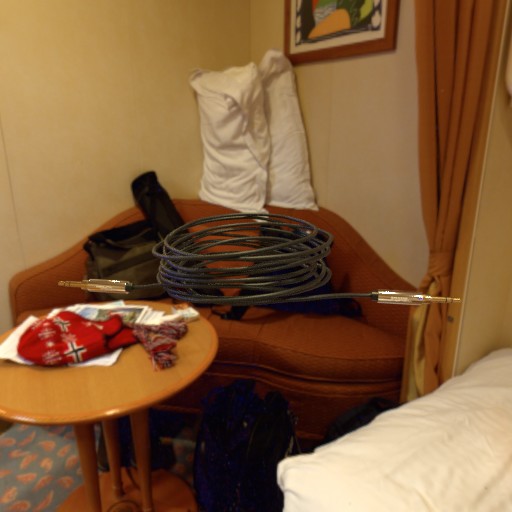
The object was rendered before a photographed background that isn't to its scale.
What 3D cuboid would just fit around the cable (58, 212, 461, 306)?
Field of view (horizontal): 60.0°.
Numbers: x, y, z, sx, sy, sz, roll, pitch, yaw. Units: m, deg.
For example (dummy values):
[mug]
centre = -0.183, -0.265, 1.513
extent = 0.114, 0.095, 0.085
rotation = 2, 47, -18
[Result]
[cable]
centre = 0.000, 0.000, 0.508
extent = 0.432, 0.069, 0.198
rotation = 3, 17, 8
